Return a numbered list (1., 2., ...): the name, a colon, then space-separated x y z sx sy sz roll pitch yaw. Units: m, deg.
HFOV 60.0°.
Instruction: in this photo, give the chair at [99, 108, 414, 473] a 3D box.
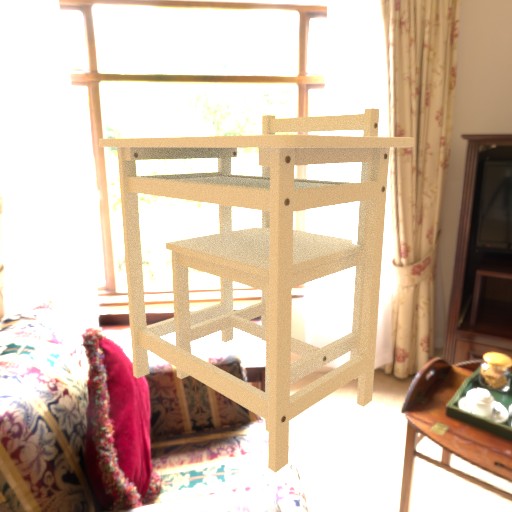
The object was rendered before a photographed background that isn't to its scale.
1. chair: 0.000 0.000 1.052 0.599 0.673 0.461 14 19 43
